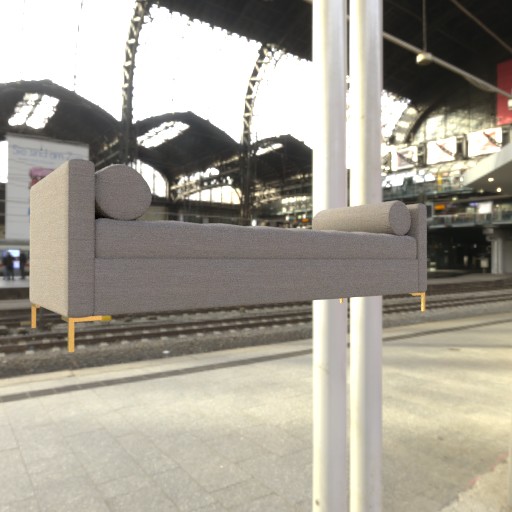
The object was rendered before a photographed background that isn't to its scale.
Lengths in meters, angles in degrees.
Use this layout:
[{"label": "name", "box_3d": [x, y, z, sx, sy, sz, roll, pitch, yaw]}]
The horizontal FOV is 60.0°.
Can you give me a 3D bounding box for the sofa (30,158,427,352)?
[{"label": "sofa", "box_3d": [0.000, 0.000, 2.264, 1.981, 0.635, 0.686, 0, -1, -36]}]
